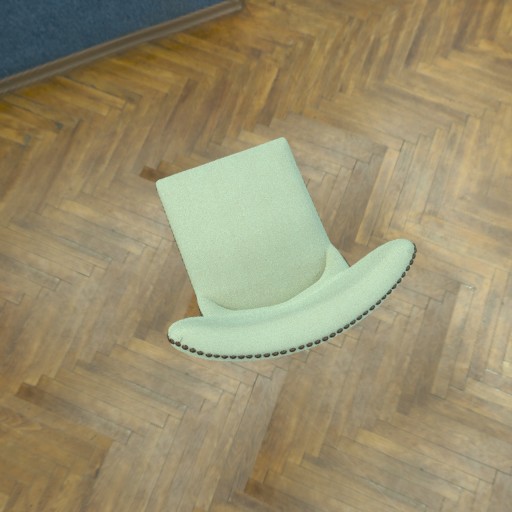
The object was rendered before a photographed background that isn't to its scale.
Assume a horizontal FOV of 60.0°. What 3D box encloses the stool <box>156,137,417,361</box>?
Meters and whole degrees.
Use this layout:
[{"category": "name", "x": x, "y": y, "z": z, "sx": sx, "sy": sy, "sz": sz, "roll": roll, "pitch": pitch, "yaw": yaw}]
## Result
[{"category": "stool", "x": 0.000, "y": 0.000, "z": 1.318, "sx": 0.498, "sy": 0.981, "sz": 0.608, "roll": -20, "pitch": 77, "yaw": -5}]
